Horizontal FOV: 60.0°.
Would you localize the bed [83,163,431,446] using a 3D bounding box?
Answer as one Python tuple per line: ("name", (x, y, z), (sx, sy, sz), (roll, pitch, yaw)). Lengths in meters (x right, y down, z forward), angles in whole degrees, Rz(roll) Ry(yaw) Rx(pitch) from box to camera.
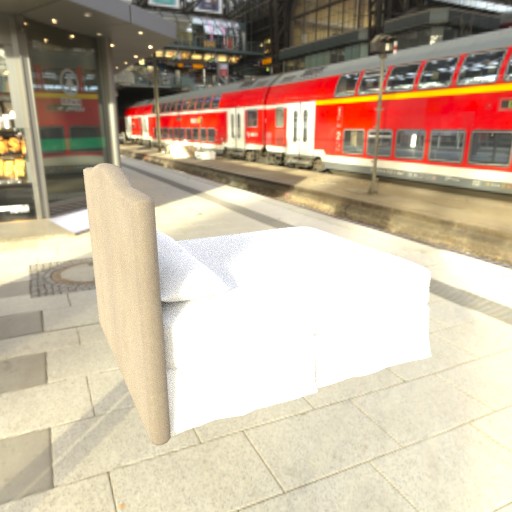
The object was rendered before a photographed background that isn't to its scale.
("bed", (0.000, 0.000, 3.333), (2.128, 1.441, 1.744), (-8, 18, -26))
